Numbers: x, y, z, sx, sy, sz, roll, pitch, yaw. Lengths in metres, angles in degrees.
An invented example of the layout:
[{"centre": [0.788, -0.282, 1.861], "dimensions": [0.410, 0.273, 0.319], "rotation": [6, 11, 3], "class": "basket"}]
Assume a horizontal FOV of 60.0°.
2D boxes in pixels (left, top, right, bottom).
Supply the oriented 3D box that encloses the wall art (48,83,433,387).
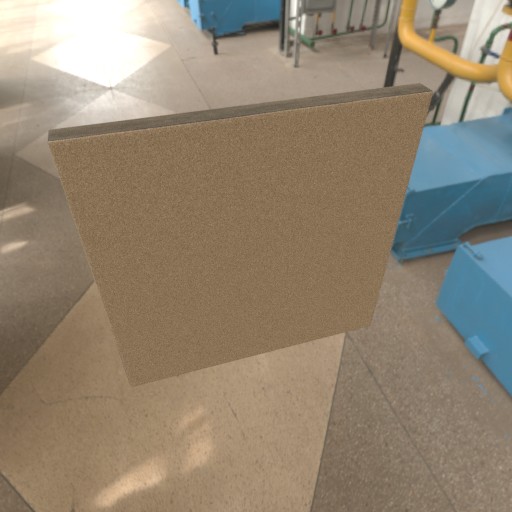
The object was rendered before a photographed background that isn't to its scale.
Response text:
[{"centre": [0.000, 0.000, 1.094], "dimensions": [0.749, 0.751, 0.050], "rotation": [-12, 43, -13], "class": "wall art"}]
